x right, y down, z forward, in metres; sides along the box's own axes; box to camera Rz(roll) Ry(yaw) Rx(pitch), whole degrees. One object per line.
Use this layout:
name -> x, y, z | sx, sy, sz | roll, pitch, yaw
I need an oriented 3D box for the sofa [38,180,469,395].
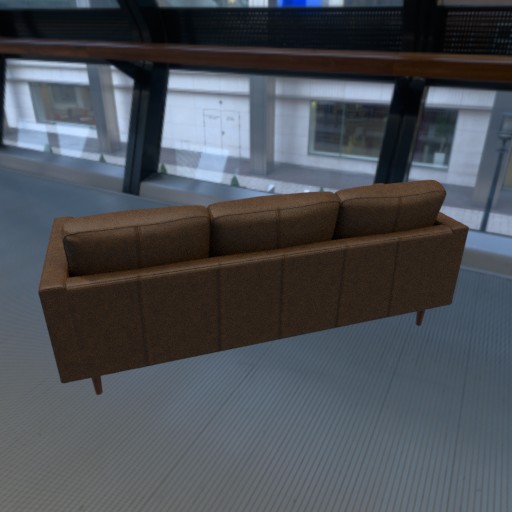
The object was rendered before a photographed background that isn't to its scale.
sofa -> 0.000, 0.000, 2.654 | 2.231, 0.930, 0.903 | -8, 28, -16
